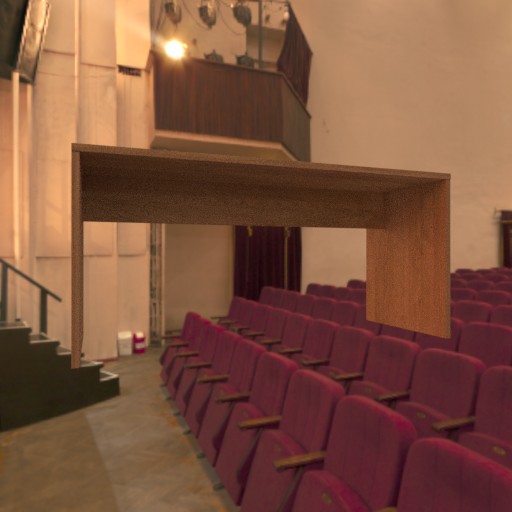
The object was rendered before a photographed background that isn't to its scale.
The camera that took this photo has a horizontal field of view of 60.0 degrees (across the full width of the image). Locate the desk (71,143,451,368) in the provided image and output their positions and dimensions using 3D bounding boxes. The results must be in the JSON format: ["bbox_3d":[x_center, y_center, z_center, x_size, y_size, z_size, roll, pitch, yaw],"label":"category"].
[{"bbox_3d":[0.000,0.000,2.124,1.600,0.752,0.802,0,0,-20],"label":"desk"}]
